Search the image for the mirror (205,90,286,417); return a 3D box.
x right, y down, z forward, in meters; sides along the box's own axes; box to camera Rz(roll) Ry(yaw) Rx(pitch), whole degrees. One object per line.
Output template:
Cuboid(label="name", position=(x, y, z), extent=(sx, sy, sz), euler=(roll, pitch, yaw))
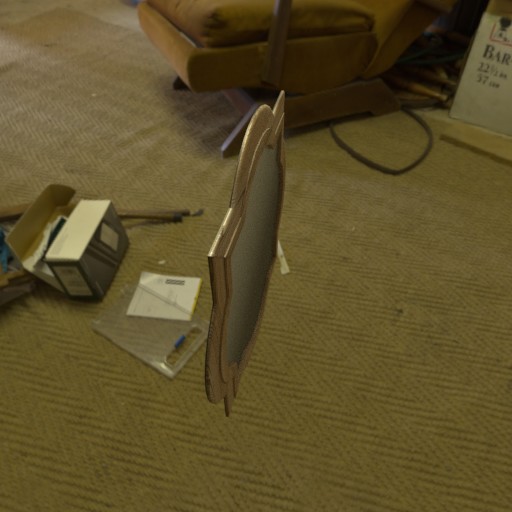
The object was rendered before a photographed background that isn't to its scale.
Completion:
Cuboid(label="mirror", position=(0.000, 0.000, 1.034), extent=(0.019, 0.686, 0.686), euler=(10, 47, 10))
